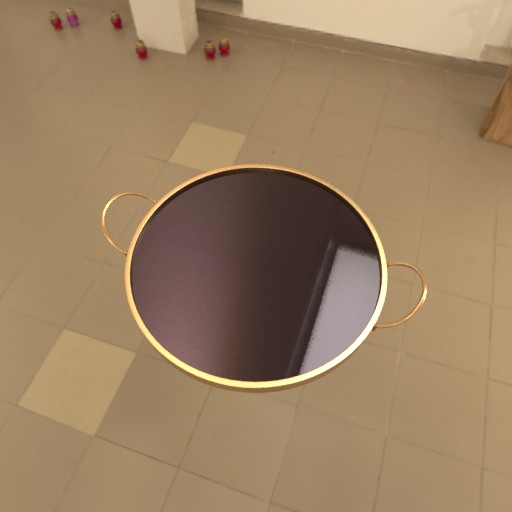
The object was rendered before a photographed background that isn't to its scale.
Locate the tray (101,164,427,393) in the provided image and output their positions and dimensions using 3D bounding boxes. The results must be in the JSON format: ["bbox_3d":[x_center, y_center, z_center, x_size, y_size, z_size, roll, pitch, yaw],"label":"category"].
[{"bbox_3d":[0.000,0.000,0.742,0.543,0.069,0.438,15,58,10],"label":"tray"}]
